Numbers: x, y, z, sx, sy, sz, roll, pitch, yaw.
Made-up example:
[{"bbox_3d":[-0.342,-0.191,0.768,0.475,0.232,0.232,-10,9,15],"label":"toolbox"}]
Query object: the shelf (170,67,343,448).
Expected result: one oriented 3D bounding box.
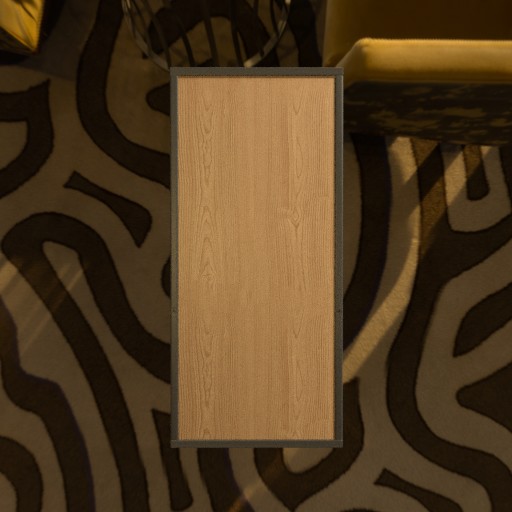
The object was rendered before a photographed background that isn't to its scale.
[{"bbox_3d":[0.000,0.000,1.466,0.350,1.138,0.770,0,90,0],"label":"shelf"}]
